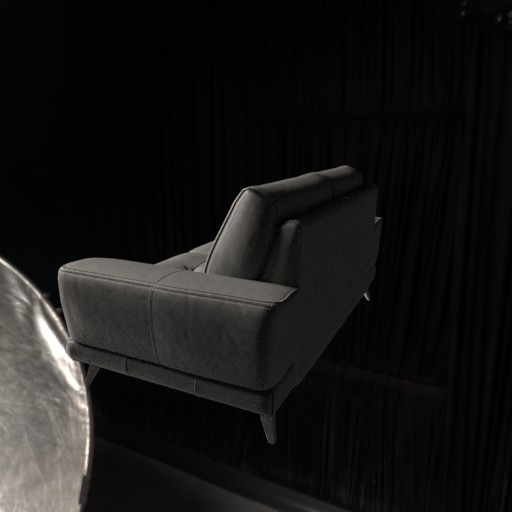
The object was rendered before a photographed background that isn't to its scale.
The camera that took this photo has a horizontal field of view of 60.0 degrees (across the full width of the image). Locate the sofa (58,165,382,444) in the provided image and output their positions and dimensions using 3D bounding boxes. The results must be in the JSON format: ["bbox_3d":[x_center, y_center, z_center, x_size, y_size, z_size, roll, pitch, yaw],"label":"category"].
[{"bbox_3d":[0.000,0.000,2.395,1.018,0.907,1.806,7,17,25],"label":"sofa"}]
